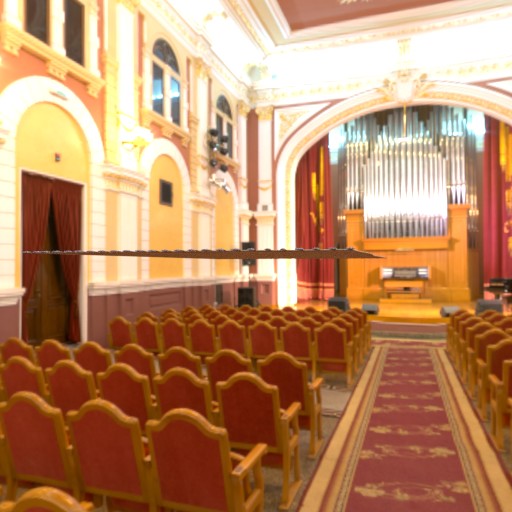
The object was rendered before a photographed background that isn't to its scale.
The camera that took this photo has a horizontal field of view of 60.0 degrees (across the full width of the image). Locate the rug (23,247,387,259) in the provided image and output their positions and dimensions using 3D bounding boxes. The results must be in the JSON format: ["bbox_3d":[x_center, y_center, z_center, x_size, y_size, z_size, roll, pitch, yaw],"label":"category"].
[{"bbox_3d":[0.000,0.000,2.916,1.544,0.010,2.315,0,-1,19],"label":"rug"}]
